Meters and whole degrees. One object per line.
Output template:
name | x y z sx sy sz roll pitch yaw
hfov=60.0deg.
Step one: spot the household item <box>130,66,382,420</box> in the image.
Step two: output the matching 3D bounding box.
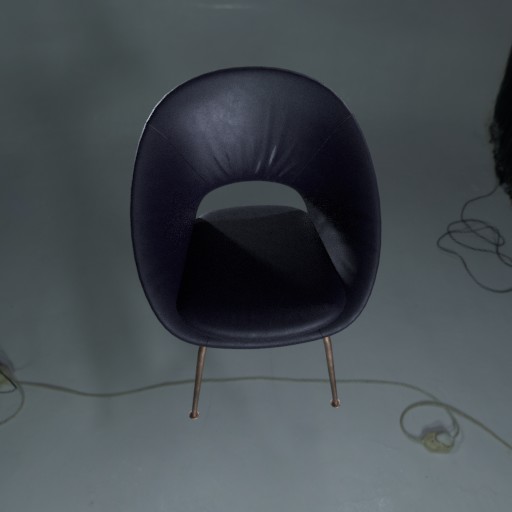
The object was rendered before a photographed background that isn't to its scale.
household item | 0.000 0.000 1.263 0.623 0.852 0.573 -4 48 -3
